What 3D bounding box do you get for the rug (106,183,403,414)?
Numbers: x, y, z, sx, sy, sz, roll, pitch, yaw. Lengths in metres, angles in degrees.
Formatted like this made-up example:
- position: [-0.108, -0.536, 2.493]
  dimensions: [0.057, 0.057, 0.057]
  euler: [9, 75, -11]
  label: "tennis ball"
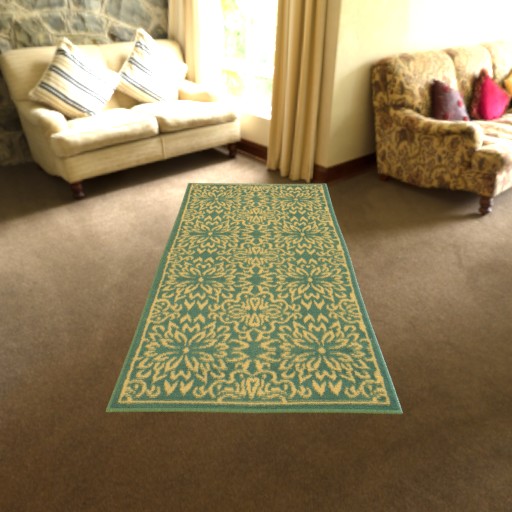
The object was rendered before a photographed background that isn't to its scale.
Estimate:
- position: [0.000, 0.000, 1.418]
  dimensions: [0.604, 0.007, 1.219]
  euler: [0, 31, 0]
  label: "rug"
